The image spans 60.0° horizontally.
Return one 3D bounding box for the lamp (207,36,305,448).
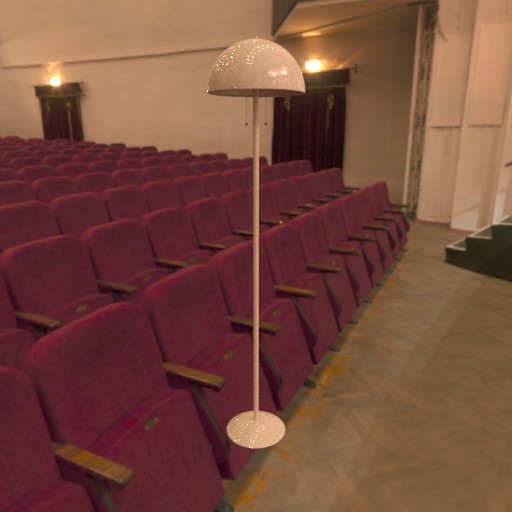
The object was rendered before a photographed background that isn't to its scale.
[{"bbox_3d":[0.000,0.000,1.638,0.328,1.480,0.328,8,17,26],"label":"lamp"}]
